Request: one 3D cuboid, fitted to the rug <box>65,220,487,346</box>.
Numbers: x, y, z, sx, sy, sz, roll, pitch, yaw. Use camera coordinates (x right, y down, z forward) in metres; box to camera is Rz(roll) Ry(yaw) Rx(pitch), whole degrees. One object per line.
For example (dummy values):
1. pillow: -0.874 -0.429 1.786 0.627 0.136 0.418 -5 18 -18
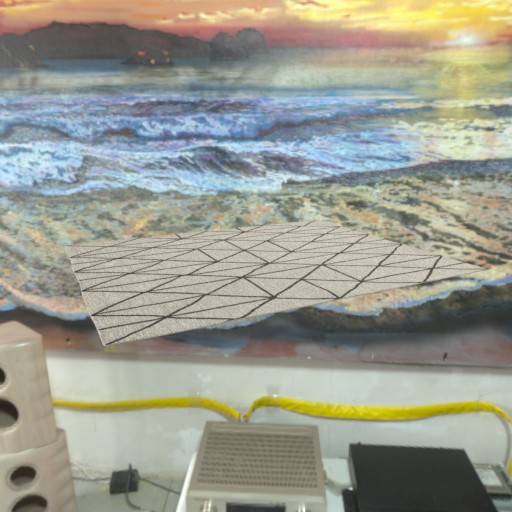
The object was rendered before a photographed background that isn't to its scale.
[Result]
1. rug: 0.000 0.000 4.038 3.061 0.022 2.468 -8 17 -26
